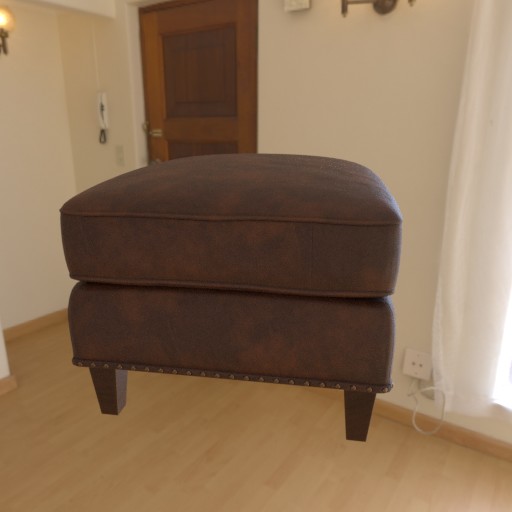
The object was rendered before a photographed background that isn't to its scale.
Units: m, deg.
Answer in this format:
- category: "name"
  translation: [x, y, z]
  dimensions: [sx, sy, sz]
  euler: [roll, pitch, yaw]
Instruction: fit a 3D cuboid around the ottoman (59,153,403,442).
- category: "ottoman"
  translation: [0.000, 0.000, 1.091]
  dimensions: [0.586, 0.486, 0.742]
  euler: [3, 16, 9]
